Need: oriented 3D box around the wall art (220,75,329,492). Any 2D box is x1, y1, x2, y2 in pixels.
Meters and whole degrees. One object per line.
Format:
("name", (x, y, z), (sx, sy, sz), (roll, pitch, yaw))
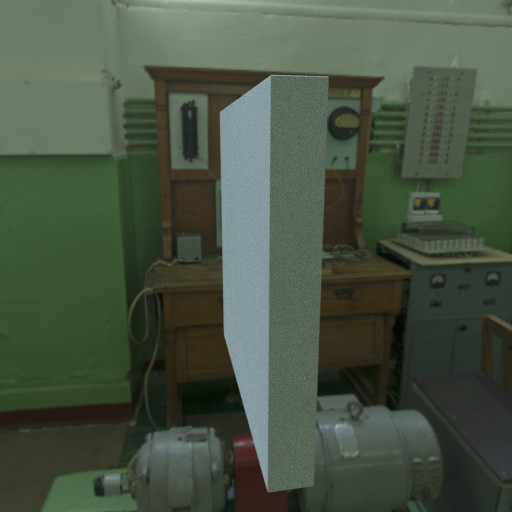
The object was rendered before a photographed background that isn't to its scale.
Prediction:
("wall art", (0.000, 0.000, 0.458), (0.038, 0.305, 0.305), (-3, 14, -10))
